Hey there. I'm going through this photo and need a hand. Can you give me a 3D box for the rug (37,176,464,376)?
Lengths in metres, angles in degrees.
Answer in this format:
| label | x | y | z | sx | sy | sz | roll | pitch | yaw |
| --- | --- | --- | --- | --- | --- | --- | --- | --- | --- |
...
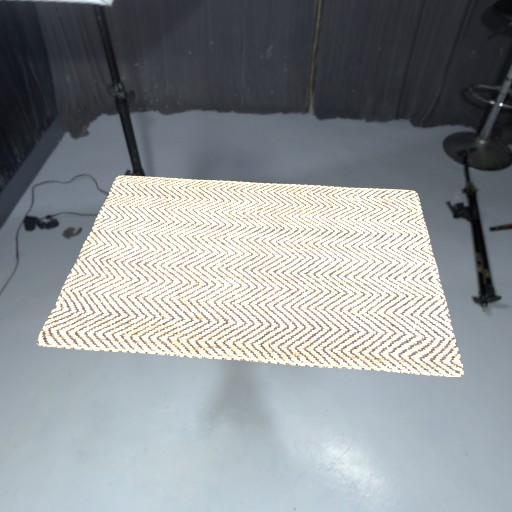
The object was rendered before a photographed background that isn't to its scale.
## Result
| label | x | y | z | sx | sy | sz | roll | pitch | yaw |
| --- | --- | --- | --- | --- | --- | --- | --- | --- | --- |
| rug | 0.000 | 0.000 | 2.285 | 1.828 | 0.008 | 1.219 | 3 | 47 | 3 |
